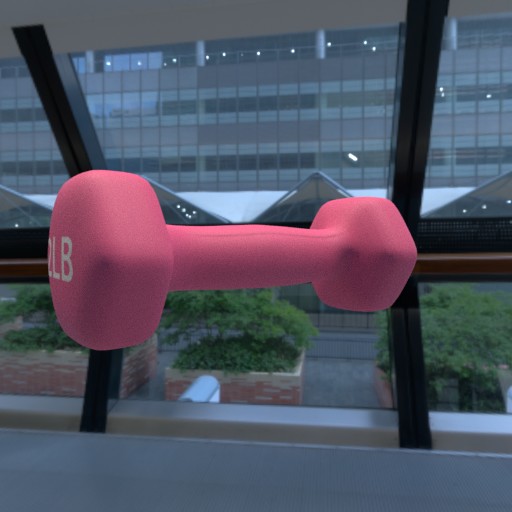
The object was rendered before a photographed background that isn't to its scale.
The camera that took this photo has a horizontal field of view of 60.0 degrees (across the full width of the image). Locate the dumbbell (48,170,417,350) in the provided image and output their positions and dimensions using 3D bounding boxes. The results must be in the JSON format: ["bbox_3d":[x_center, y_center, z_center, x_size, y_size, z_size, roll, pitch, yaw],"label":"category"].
[{"bbox_3d":[0.000,0.000,0.173,0.146,0.053,0.058,-1,2,-37],"label":"dumbbell"}]
